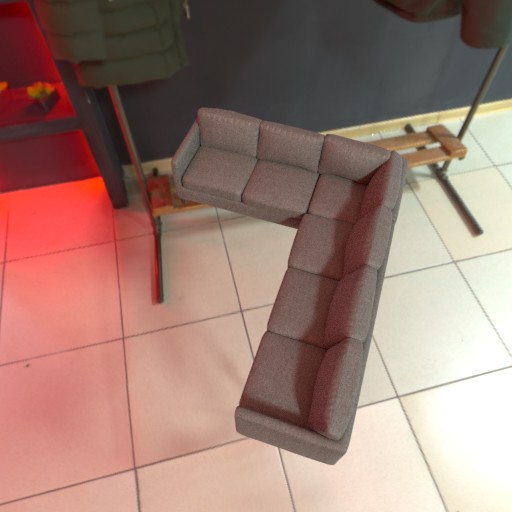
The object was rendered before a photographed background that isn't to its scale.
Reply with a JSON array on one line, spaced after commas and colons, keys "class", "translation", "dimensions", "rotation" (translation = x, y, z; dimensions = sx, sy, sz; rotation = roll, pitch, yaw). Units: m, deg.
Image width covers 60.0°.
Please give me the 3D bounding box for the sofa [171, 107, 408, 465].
[{"class": "sofa", "translation": [0.000, 0.000, 4.587], "dimensions": [2.593, 0.947, 3.302], "rotation": [16, 58, 10]}]
